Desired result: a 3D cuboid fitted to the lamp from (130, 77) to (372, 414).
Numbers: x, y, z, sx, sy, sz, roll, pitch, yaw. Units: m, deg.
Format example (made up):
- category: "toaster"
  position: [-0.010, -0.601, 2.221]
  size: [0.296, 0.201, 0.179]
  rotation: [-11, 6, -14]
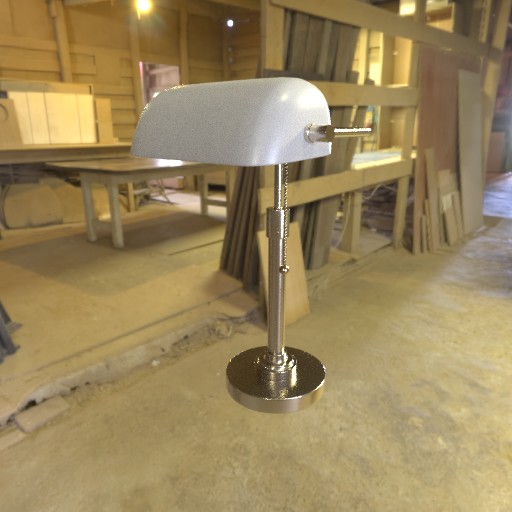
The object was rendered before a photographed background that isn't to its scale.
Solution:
- category: "lamp"
  position: [0.000, 0.000, 0.556]
  size: [0.269, 0.404, 0.227]
  rotation: [15, 22, 40]
